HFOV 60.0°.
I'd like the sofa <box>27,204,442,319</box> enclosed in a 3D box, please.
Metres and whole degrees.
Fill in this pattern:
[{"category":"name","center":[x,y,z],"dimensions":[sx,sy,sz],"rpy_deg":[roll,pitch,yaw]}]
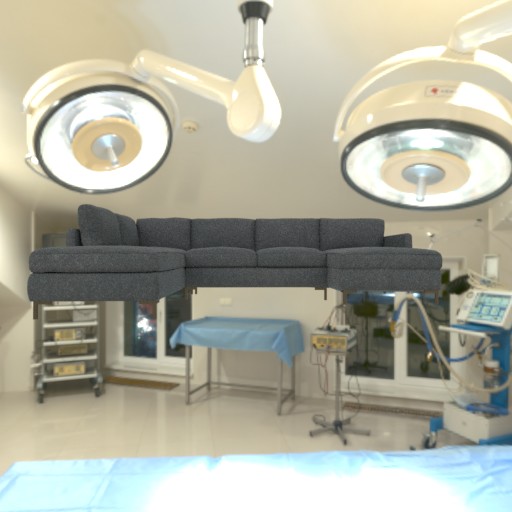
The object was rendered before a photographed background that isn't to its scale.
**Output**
[{"category":"sofa","center":[0.000,0.000,3.814],"dimensions":[2.956,0.813,2.007],"rpy_deg":[0,0,-1]}]
